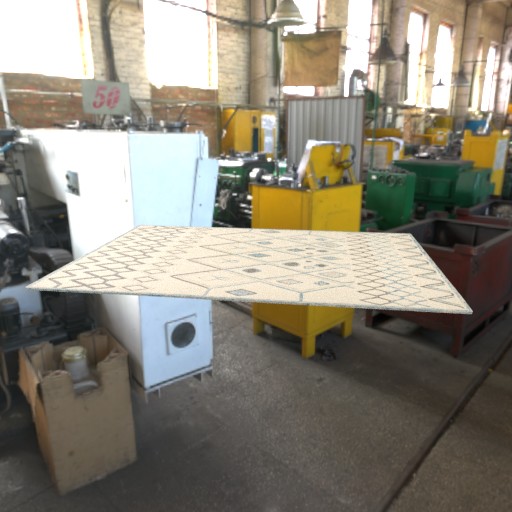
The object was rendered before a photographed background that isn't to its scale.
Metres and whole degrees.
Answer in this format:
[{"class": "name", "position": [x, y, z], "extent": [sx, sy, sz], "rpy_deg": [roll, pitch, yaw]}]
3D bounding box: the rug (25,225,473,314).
[{"class": "rug", "position": [0.000, 0.000, 2.367], "extent": [1.820, 0.009, 1.260], "rpy_deg": [2, 17, 8]}]
